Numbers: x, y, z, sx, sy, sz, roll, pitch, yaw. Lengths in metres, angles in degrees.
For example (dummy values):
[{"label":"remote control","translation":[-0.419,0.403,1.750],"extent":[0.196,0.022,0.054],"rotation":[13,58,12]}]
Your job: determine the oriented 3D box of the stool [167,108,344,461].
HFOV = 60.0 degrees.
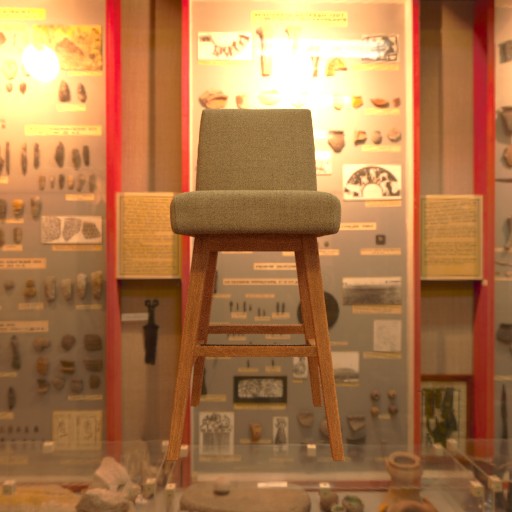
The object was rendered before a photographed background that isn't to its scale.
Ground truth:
[{"label":"stool","translation":[0.000,0.000,1.440],"extent":[0.483,1.106,0.569],"rotation":[0,1,0]}]
